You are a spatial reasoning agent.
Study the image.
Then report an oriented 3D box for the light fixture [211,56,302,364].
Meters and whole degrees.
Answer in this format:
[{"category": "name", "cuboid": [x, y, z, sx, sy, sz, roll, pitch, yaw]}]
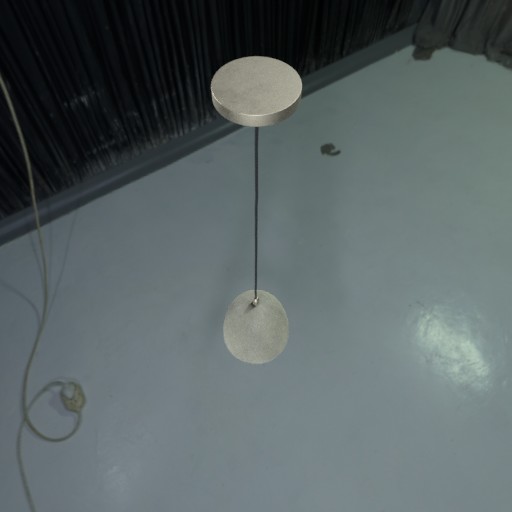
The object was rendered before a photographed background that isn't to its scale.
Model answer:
[{"category": "light fixture", "cuboid": [0.000, 0.000, 0.835, 0.170, 0.759, 0.170, -33, 64, -18]}]
